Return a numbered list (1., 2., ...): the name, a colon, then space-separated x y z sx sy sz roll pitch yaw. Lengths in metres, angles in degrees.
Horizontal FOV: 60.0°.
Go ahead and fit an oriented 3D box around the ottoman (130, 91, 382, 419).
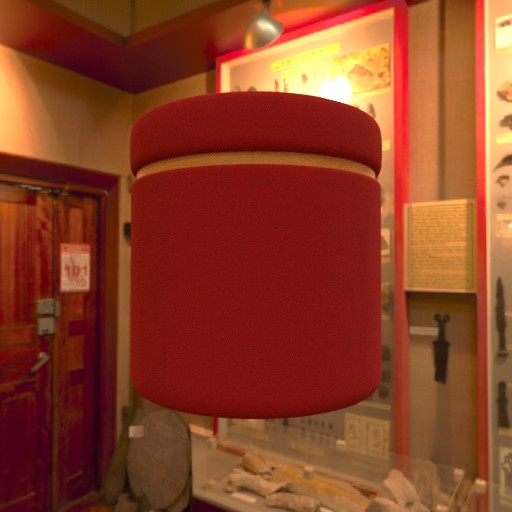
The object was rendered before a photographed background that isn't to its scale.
1. ottoman: 0.000 0.000 0.728 0.400 0.406 0.400 0 -1 0
